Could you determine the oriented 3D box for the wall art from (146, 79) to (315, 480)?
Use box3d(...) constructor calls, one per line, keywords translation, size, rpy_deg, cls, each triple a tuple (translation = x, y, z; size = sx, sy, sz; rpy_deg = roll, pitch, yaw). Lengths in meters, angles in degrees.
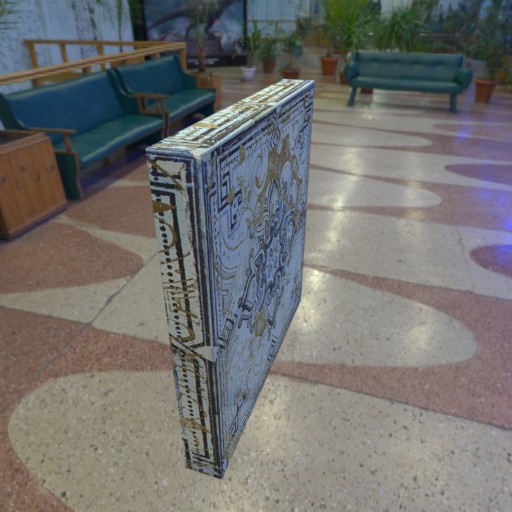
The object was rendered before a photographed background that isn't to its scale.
box3d(translation=(0.000, 0.000, 0.462), size=(0.038, 0.306, 0.302), rpy_deg=(10, 31, 16), cls="wall art")
